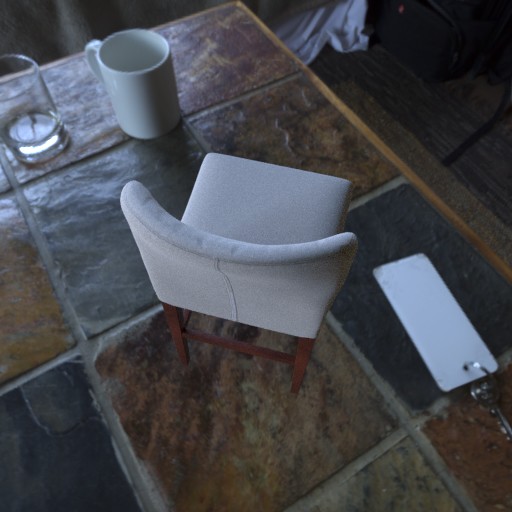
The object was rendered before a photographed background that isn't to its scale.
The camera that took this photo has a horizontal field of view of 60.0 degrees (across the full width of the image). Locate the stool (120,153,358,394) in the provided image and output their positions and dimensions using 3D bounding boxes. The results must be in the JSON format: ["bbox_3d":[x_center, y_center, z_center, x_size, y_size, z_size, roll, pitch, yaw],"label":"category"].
[{"bbox_3d":[0.000,0.000,1.314,0.479,0.968,0.568,13,62,7],"label":"stool"}]
